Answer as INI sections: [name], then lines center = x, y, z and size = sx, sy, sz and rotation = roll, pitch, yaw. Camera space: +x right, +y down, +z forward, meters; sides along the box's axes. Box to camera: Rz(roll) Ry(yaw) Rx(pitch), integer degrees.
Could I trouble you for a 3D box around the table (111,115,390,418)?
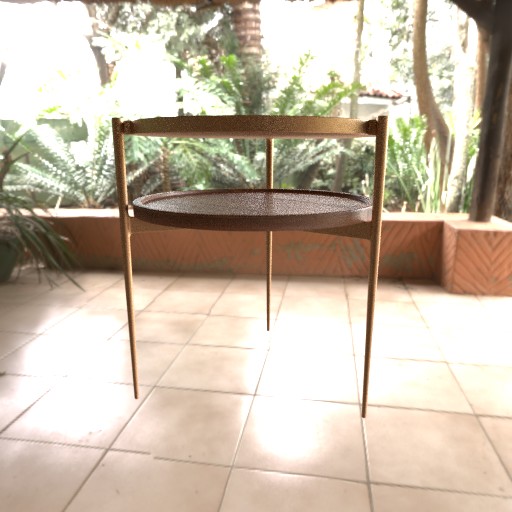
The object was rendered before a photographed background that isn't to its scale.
[table]
center = 0.000, 0.000, 0.846
size = 0.430, 0.493, 0.456
rotation = 2, 14, 8
